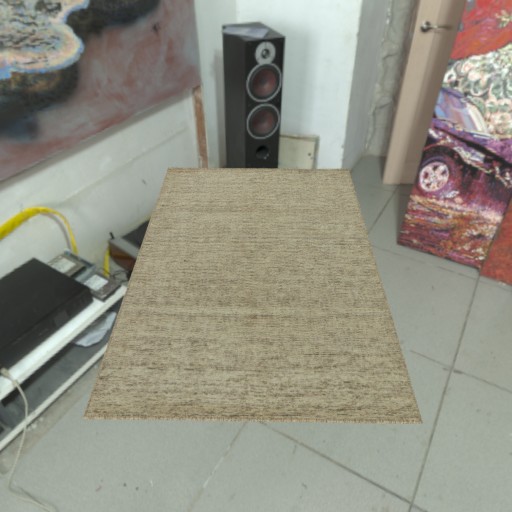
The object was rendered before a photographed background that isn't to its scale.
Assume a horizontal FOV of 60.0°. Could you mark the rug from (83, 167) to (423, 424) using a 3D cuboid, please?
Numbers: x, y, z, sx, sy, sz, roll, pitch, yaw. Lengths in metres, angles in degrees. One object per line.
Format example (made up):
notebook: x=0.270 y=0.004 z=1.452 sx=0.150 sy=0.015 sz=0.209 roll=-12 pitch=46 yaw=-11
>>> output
rug: x=0.000 y=0.000 z=2.271 sx=1.211 sy=0.018 sz=1.822 roll=1 pitch=40 yaw=1
